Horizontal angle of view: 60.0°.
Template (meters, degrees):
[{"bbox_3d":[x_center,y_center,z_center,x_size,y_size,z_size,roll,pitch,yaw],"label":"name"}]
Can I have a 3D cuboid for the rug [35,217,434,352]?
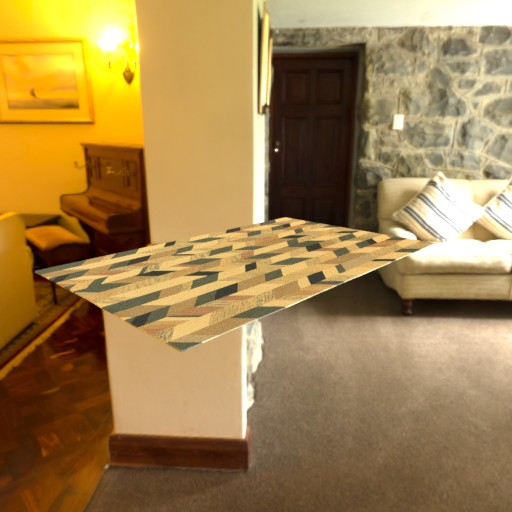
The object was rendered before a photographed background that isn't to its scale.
[{"bbox_3d":[0.000,0.000,3.102,1.513,0.008,2.423,15,22,42],"label":"rug"}]
